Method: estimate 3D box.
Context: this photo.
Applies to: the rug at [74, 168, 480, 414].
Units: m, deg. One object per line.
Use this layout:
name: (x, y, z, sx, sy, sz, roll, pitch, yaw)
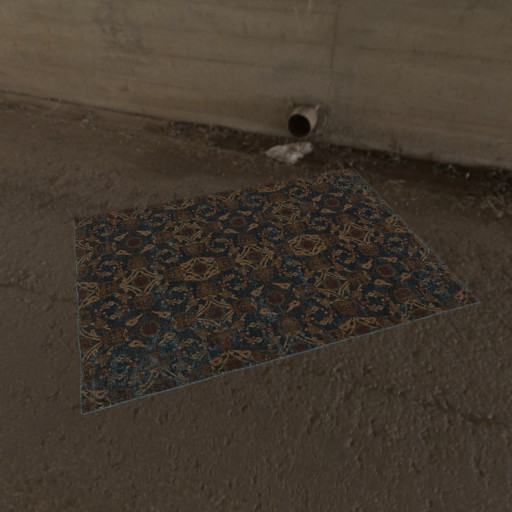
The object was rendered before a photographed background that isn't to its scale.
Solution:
rug: (0.000, 0.000, 4.244, 3.291, 0.013, 2.337, -12, 43, -13)
